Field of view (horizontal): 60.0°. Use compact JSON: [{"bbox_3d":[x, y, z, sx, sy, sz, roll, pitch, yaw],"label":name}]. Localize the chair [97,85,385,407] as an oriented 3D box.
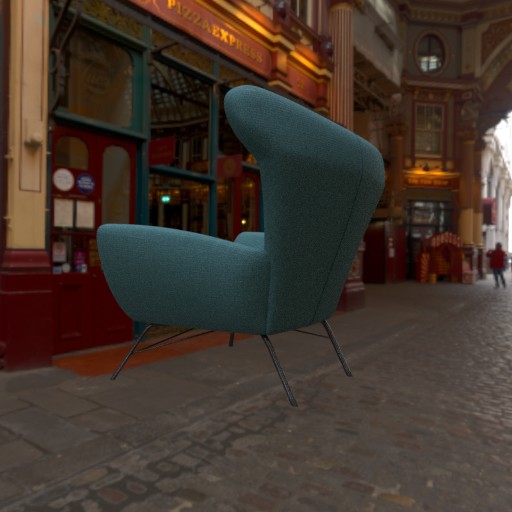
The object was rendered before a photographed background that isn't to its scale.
[{"bbox_3d":[0.000,0.000,1.802,0.900,0.980,1.050,0,1,35],"label":"chair"}]
